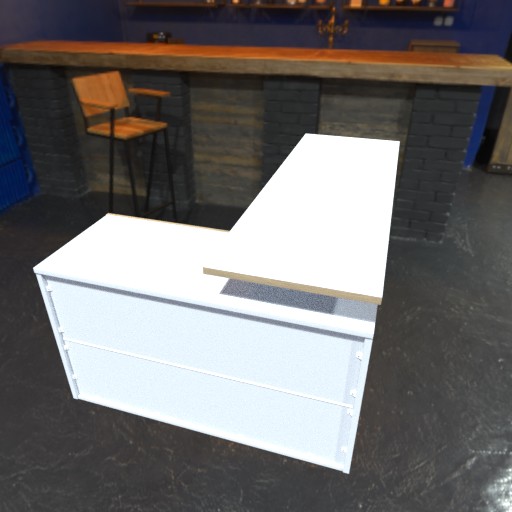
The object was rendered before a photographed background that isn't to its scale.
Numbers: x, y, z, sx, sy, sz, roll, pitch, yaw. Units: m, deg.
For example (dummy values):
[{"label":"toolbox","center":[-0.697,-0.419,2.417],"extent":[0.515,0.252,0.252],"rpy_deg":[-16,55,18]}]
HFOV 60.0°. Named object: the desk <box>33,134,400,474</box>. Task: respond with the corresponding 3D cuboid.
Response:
[{"label":"desk","center":[0.000,0.000,2.018],"extent":[1.098,0.755,1.404],"rpy_deg":[9,32,15]}]
